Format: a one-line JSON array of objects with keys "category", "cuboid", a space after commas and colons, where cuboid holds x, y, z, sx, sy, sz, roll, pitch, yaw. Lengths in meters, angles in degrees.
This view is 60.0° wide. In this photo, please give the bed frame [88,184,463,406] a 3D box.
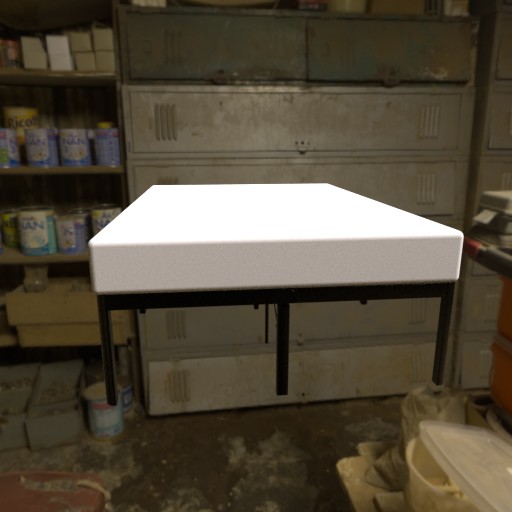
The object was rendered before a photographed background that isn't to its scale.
[{"category": "bed frame", "cuboid": [0.000, 0.000, 2.634, 1.408, 0.659, 1.956, -2, 15, -6]}]
